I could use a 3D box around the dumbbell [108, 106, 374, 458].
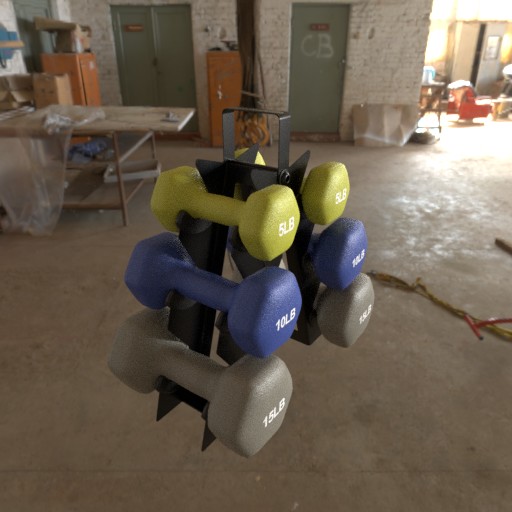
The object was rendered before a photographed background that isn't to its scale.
[{"bbox_3d":[0.000,0.000,0.674,0.261,0.426,0.416,18,31,32],"label":"dumbbell"}]
